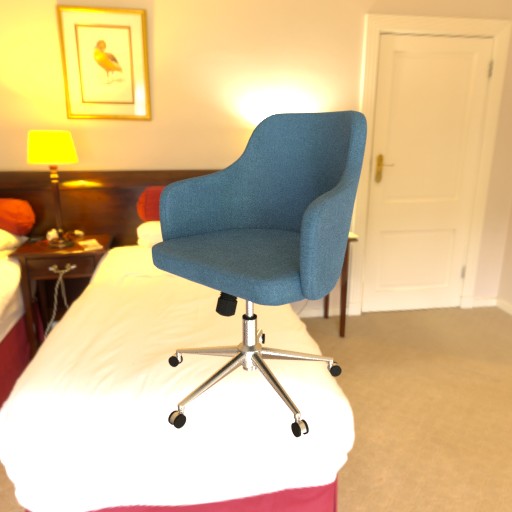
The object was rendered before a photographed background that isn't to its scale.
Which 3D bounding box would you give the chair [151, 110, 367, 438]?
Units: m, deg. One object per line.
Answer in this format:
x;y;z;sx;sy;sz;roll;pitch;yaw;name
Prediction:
0.000;0.000;1.298;0.599;0.820;0.655;14;21;42;chair
